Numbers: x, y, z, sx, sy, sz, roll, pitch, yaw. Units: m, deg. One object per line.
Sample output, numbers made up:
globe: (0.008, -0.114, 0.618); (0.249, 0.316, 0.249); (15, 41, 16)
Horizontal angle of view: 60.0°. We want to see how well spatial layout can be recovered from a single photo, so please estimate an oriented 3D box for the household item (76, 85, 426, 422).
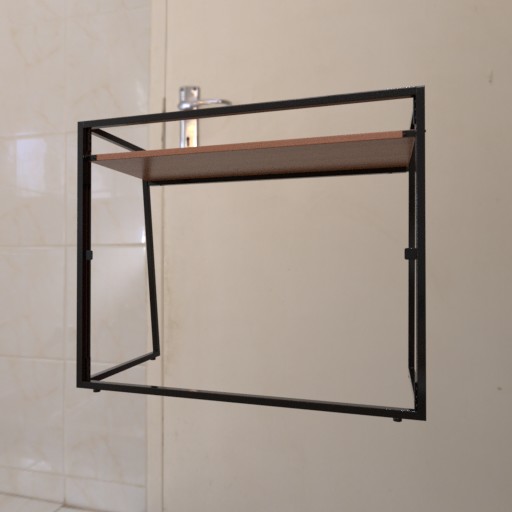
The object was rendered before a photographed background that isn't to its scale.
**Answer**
household item: (0.000, 0.000, 1.513); (1.050, 0.860, 0.510); (0, -1, 16)
